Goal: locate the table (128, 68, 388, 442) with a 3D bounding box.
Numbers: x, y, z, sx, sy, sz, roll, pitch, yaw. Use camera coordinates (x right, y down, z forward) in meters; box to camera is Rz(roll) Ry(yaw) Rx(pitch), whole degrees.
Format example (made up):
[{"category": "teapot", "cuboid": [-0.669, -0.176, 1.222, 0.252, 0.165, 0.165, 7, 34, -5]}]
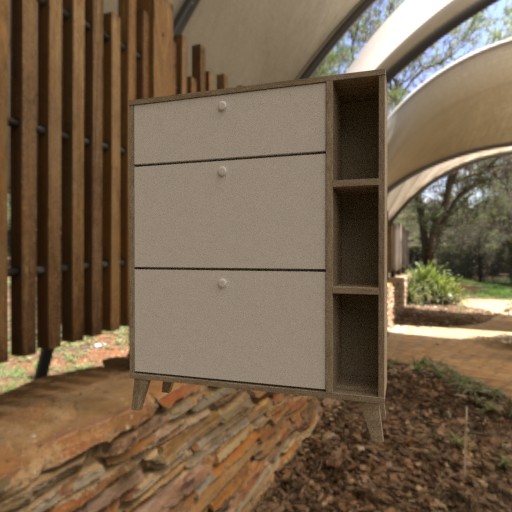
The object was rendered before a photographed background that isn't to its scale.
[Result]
[{"category": "table", "cuboid": [0.000, 0.000, 1.599, 0.902, 1.135, 0.256, 0, 0, 18]}]
